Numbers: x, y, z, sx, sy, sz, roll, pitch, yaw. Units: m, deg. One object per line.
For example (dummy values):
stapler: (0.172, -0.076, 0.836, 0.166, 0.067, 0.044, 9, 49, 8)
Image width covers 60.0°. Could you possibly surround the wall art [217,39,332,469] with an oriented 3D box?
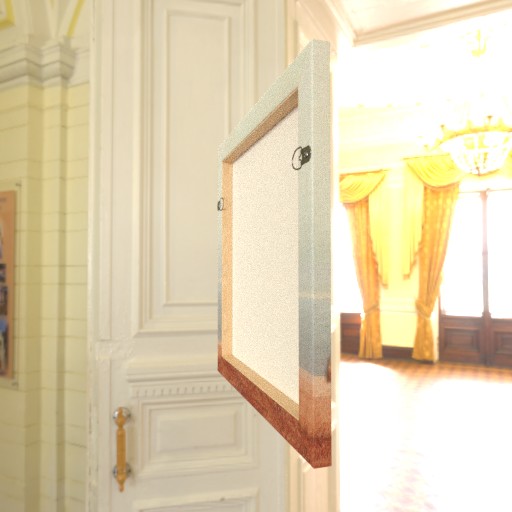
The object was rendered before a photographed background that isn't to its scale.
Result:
wall art: (0.000, 0.000, 0.612, 0.023, 0.405, 0.405, 0, -1, -18)
